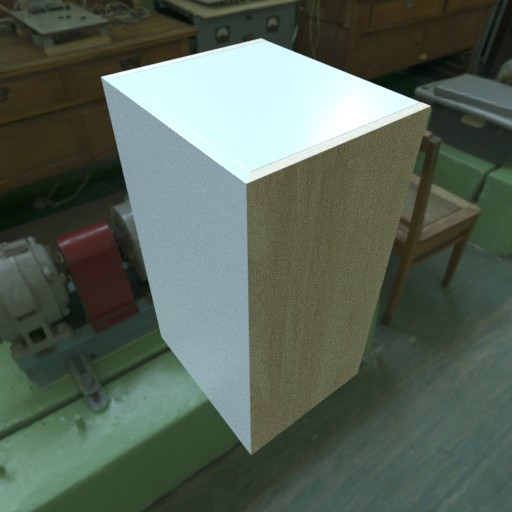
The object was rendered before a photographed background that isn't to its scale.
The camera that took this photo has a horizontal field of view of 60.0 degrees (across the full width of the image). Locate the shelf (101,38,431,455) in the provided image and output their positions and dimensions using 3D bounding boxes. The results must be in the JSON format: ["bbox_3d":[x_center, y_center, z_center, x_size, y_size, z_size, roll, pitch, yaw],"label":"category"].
[{"bbox_3d":[0.000,0.000,0.796,0.290,0.600,0.350,-27,49,-27],"label":"shelf"}]
